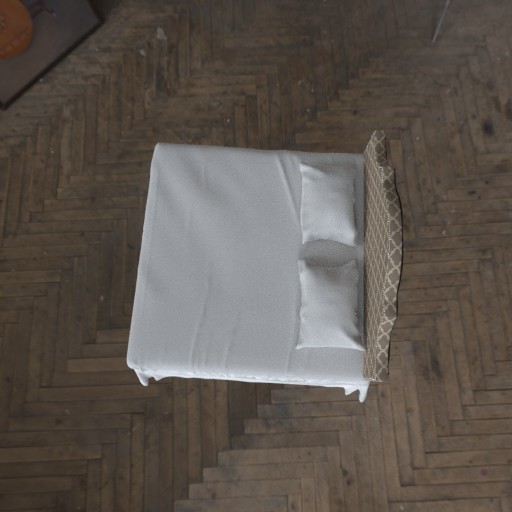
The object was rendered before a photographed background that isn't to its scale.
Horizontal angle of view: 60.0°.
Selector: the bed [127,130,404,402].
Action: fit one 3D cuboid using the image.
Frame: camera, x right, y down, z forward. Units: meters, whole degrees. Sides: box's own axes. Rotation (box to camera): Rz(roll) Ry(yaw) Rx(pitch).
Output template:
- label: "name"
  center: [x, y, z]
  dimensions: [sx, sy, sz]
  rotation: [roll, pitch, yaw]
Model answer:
- label: "bed"
  center: [0.000, 0.000, 3.752]
  dimensions: [2.222, 1.601, 2.314]
  rotation: [3, 75, 1]
